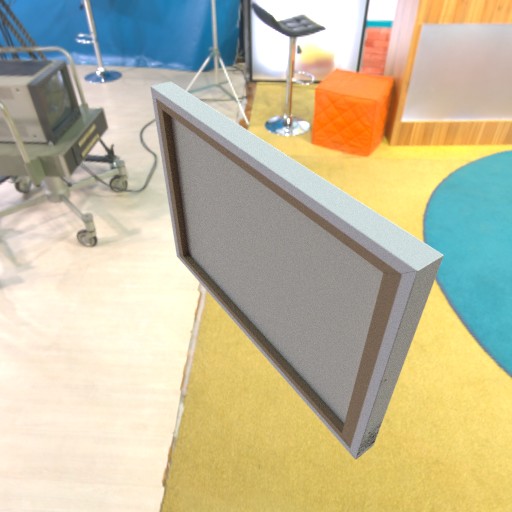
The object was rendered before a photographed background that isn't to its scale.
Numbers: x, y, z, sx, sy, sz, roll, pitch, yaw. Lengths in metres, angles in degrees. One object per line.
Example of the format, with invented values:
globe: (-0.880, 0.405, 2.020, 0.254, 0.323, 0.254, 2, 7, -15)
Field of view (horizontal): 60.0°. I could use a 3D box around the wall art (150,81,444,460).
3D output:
wall art: (0.000, 0.000, 0.769, 0.042, 0.414, 0.608, -25, 47, -26)
